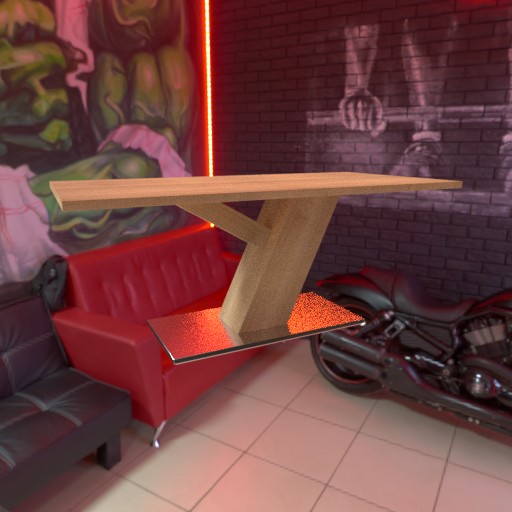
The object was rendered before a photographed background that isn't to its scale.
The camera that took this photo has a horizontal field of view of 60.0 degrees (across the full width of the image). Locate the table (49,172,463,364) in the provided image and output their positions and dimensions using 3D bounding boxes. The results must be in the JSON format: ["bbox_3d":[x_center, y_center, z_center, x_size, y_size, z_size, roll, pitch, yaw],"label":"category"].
[{"bbox_3d":[0.000,0.000,2.250,1.800,0.750,0.900,-7,15,-26],"label":"table"}]
